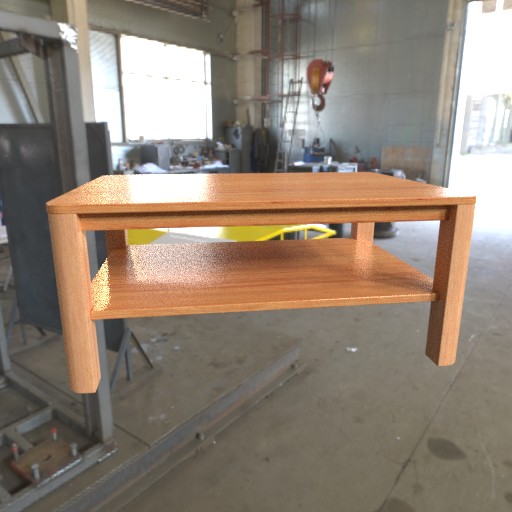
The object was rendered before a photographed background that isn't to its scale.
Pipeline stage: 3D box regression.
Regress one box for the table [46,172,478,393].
[{"bbox_3d":[0.000,0.000,1.371,0.997,0.445,0.696,-2,16,-8],"label":"table"}]
